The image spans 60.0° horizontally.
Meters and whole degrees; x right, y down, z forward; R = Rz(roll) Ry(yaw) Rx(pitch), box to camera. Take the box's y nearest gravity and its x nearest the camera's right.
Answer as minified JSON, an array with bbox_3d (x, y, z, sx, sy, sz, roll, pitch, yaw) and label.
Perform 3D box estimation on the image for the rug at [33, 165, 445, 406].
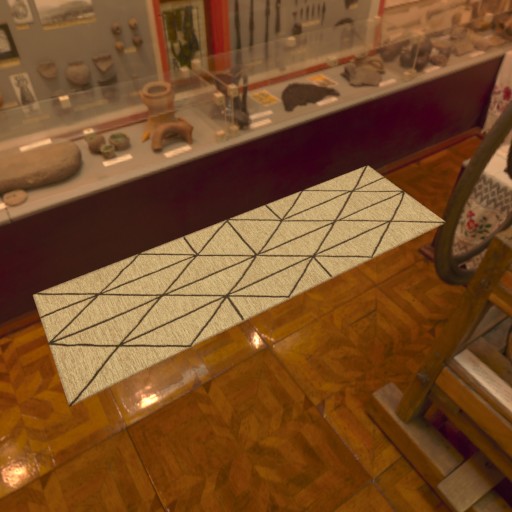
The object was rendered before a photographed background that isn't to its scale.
[{"bbox_3d":[0.000,0.000,2.678,2.438,0.012,0.762,-23,50,-21],"label":"rug"}]
